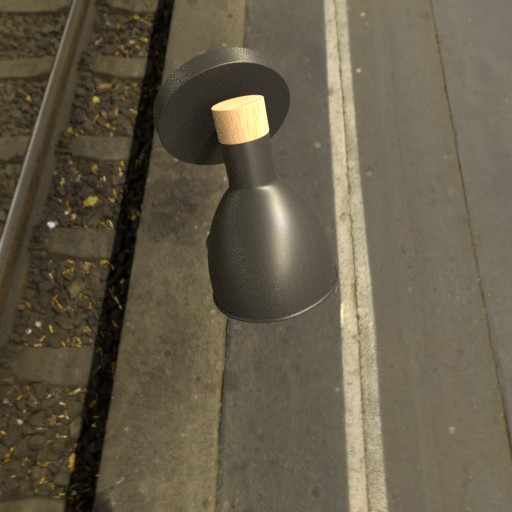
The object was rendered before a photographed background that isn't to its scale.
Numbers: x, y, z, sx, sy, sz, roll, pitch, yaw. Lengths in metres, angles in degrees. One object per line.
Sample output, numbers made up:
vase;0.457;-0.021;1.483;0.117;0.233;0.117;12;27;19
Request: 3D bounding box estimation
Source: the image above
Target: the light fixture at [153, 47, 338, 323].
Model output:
light fixture;0.000;0.000;0.494;0.127;0.401;0.203;-18;66;-8
